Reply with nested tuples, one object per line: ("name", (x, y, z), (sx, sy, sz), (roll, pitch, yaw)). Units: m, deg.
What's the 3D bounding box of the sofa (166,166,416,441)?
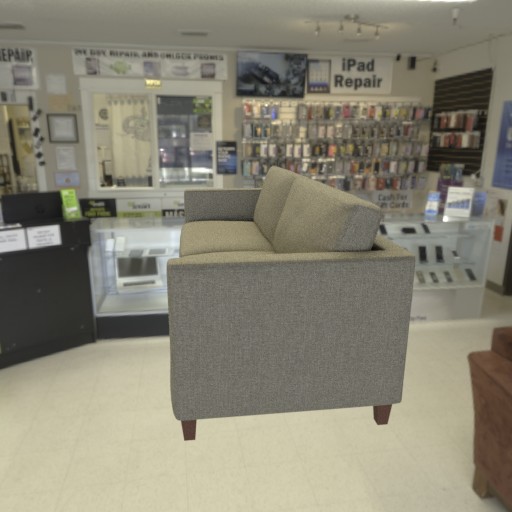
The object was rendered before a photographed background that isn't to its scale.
("sofa", (0.000, 0.000, 2.696), (0.956, 0.960, 2.208), (-2, 15, -7))
